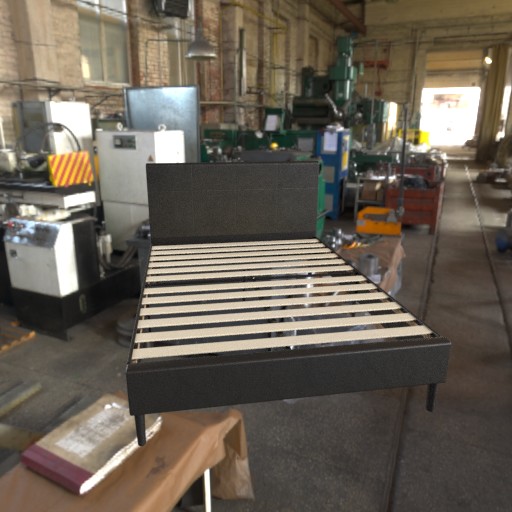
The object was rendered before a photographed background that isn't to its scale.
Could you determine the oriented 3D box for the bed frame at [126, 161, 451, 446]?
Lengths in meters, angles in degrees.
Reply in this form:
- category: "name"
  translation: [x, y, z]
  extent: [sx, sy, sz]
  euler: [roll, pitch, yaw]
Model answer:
- category: "bed frame"
  translation: [0.000, 0.000, 2.908]
  extent: [1.469, 1.046, 2.152]
  euler: [-3, 17, -10]
